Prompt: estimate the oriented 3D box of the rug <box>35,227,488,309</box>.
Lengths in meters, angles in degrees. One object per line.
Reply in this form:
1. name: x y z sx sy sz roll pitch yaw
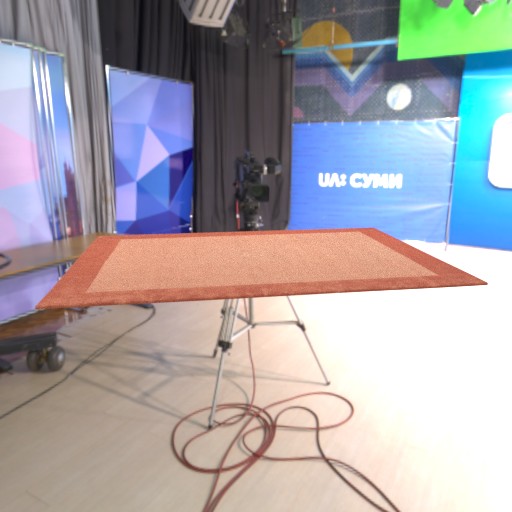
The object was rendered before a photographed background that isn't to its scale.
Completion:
1. rug: 0.000 0.000 2.343 1.829 0.014 1.219 -2 15 -8
